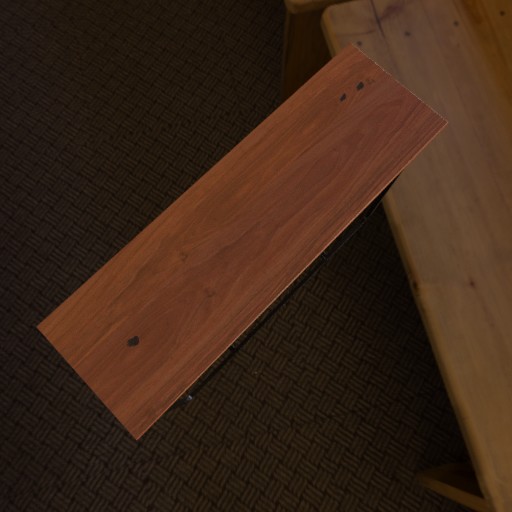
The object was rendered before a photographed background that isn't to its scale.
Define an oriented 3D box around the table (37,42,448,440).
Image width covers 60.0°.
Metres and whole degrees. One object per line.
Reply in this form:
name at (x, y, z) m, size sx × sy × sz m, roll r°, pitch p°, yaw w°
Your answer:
table at (0.000, 0.000, 1.462) m, size 0.350 × 0.750 × 1.100 m, roll 44°, pitch 79°, yaw 10°
